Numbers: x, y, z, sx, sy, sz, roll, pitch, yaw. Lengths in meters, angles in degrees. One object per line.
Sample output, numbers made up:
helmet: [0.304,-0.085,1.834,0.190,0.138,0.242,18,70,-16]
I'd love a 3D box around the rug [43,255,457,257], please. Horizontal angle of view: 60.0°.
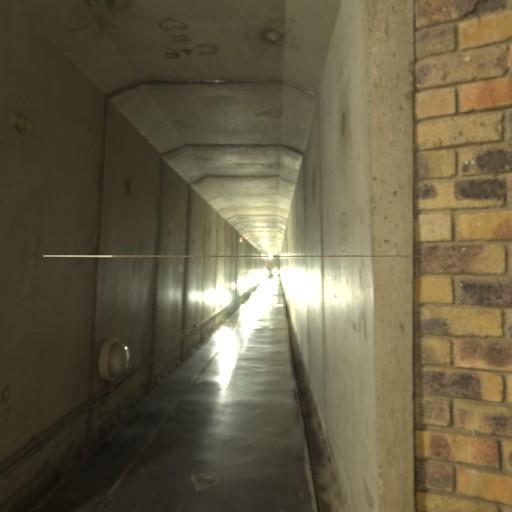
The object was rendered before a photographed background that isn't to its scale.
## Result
rug: [0.000,0.000,3.051,2.433,0.007,1.507,0,0,-35]
